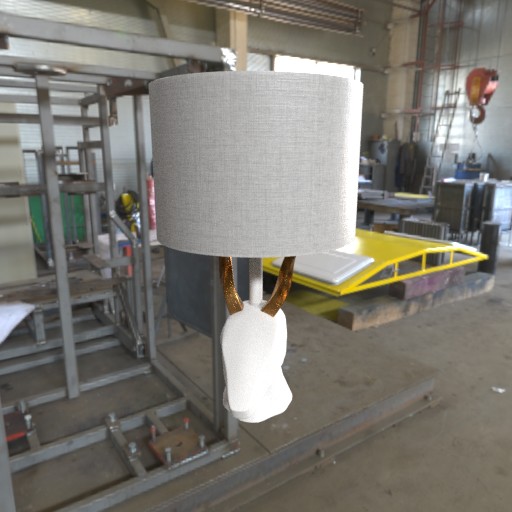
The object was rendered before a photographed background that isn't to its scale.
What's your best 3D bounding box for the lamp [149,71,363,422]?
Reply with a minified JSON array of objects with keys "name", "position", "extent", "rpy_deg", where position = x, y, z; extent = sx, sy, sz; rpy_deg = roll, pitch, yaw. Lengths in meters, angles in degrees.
[{"name":"lamp","position":[0.000,0.000,0.690],"extent":[0.298,0.503,0.298],"rpy_deg":[2,14,9]}]
